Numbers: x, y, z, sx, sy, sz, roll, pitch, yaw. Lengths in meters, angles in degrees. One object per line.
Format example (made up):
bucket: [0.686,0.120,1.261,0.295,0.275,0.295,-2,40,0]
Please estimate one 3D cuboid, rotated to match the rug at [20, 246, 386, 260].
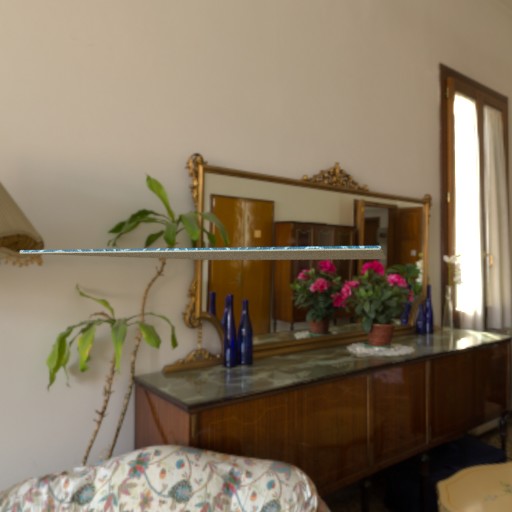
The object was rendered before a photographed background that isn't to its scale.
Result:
rug: [0.000,0.000,2.765,1.543,0.015,2.144,0,-1,17]
